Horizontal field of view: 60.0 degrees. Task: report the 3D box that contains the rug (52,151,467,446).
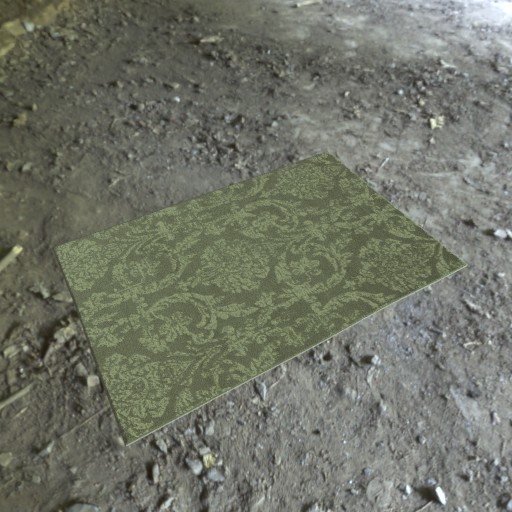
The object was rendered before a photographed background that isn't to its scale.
[{"bbox_3d":[0.000,0.000,2.327,1.824,0.012,1.206,-23,51,-20],"label":"rug"}]
